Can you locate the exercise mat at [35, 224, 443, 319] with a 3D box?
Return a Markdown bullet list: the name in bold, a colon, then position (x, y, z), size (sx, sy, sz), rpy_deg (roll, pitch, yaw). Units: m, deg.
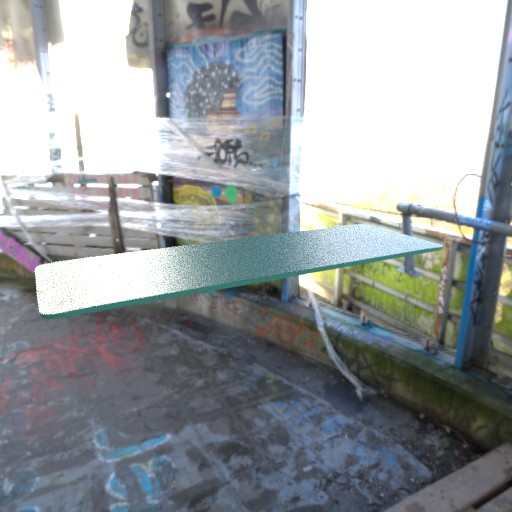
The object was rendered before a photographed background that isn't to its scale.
- **exercise mat**: position (0.000, 0.000, 2.084), size (1.869, 0.021, 0.616), rpy_deg (-8, 18, -26)
